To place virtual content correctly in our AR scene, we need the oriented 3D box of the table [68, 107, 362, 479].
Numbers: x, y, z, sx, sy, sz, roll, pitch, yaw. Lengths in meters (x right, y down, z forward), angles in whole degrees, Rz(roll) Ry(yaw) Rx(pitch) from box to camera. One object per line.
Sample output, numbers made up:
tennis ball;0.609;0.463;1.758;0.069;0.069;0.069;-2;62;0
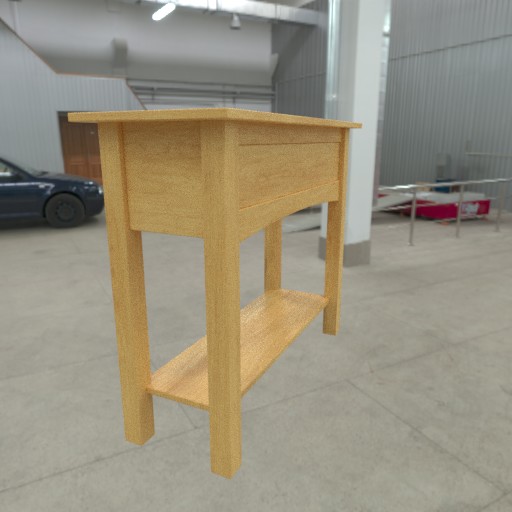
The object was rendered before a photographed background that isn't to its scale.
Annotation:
table;0.000;0.000;1.233;0.340;0.728;0.900;7;16;25
